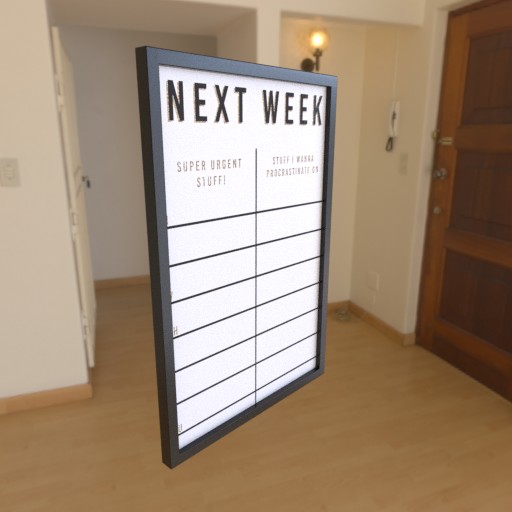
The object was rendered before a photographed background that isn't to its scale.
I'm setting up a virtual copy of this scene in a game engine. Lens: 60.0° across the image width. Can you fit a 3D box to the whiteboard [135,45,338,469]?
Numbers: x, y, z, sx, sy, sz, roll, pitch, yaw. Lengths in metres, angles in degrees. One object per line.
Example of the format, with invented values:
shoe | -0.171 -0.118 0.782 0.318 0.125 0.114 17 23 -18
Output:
whiteboard | 0.000 0.000 0.761 0.026 0.611 0.406 14 21 42
